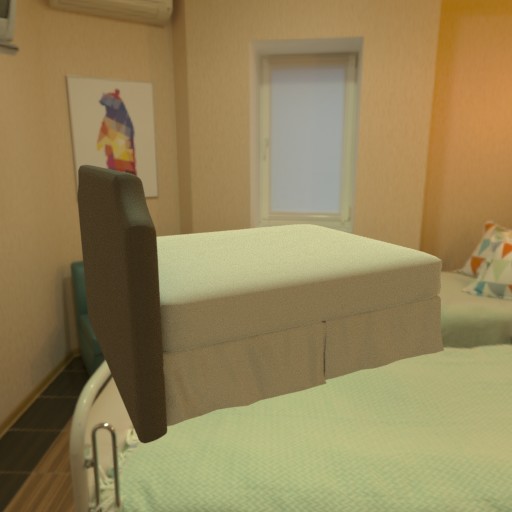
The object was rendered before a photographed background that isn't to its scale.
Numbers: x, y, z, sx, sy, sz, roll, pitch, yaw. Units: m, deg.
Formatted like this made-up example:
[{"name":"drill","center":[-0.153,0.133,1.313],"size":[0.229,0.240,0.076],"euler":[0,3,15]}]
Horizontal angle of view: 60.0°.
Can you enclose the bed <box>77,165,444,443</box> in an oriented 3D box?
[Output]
[{"name":"bed","center":[0.000,0.000,3.227],"size":[2.181,1.297,1.831],"euler":[-7,15,-27]}]
